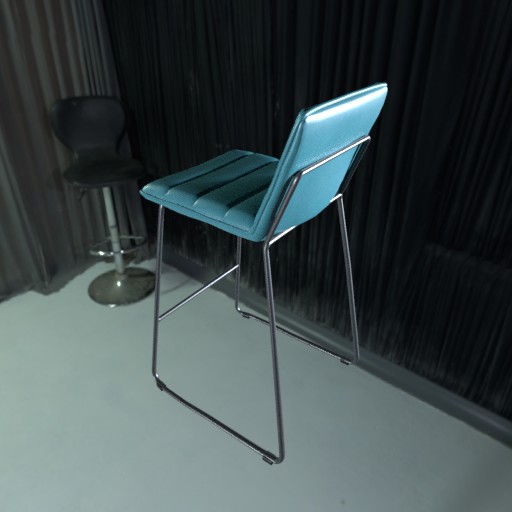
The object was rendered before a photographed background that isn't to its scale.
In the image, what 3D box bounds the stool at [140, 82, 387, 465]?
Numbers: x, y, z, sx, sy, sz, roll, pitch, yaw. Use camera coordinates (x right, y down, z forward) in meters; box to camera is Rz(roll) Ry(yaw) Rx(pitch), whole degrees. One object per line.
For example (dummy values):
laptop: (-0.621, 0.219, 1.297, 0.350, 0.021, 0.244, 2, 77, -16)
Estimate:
stool: (0.000, 0.000, 1.256, 0.524, 0.936, 0.489, 21, 37, 31)
